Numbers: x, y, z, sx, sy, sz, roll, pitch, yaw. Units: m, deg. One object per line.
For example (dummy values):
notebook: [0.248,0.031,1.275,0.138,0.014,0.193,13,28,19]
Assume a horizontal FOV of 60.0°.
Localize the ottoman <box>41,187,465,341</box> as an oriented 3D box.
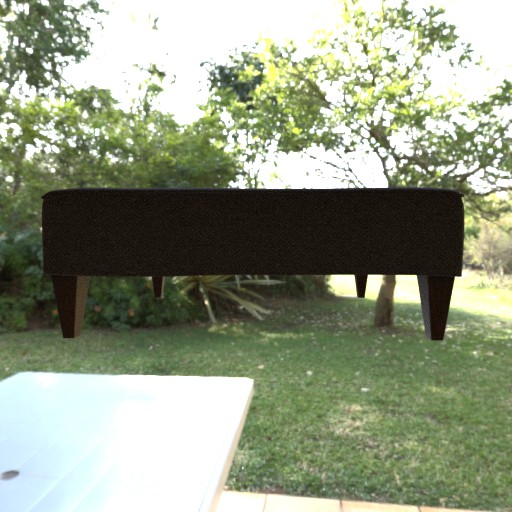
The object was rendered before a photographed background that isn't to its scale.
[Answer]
ottoman: [0.000,0.000,1.486,0.981,0.378,0.970,0,1,2]
